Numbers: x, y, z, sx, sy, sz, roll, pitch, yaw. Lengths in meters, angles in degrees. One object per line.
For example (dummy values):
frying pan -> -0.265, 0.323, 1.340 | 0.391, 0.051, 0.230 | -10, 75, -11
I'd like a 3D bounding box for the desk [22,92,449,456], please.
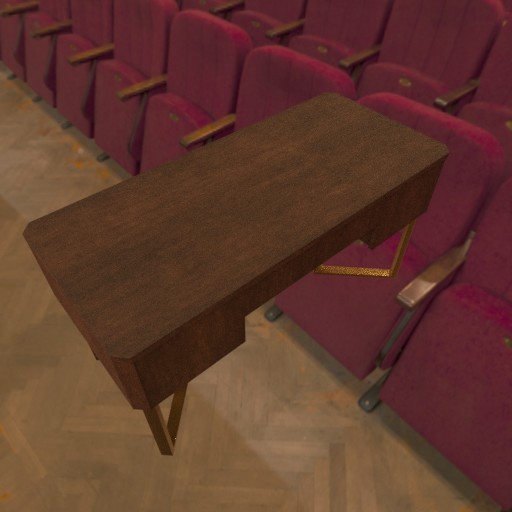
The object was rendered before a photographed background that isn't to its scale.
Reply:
desk -> 0.000, 0.000, 1.872 | 1.479, 0.762, 0.684 | -32, 54, -27
